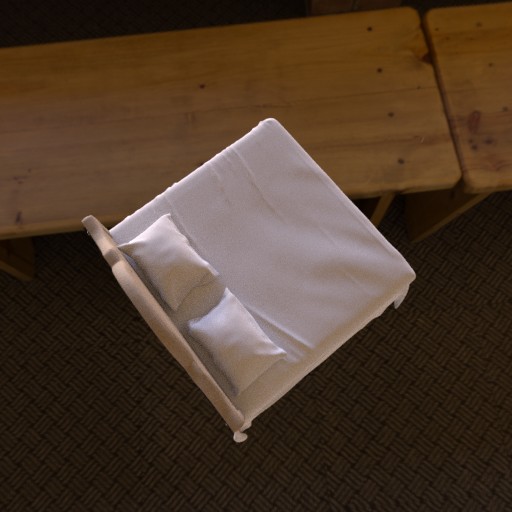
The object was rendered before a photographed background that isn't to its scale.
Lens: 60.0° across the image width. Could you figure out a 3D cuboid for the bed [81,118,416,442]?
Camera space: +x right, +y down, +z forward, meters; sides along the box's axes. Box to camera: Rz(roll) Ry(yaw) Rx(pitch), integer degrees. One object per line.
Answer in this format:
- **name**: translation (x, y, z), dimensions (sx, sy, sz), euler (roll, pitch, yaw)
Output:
- **bed**: translation (0.000, 0.000, 3.802), dimensions (2.222, 1.631, 2.303), euler (-37, 78, -10)
